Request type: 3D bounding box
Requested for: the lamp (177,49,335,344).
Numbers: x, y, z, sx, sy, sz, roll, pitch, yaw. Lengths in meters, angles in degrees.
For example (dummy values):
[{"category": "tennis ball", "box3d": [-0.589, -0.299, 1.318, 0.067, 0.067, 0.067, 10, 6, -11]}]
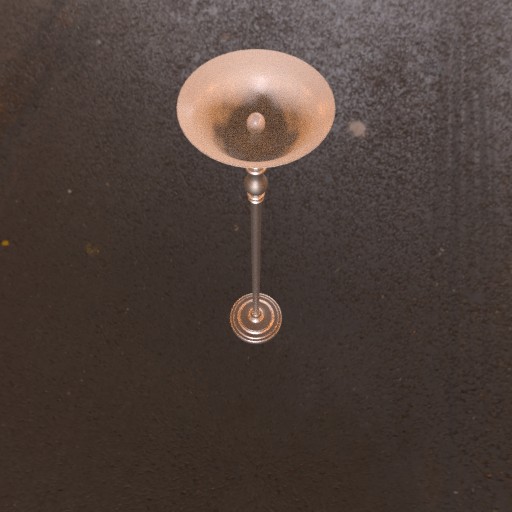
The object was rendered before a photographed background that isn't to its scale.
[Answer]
[{"category": "lamp", "box3d": [0.000, 0.000, 1.930, 0.405, 1.771, 0.405, -36, 69, -16]}]
